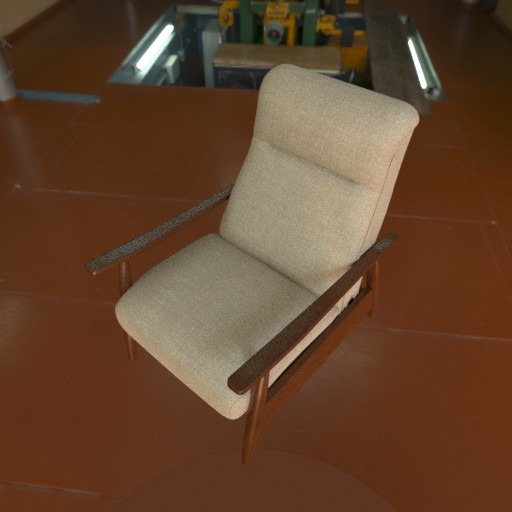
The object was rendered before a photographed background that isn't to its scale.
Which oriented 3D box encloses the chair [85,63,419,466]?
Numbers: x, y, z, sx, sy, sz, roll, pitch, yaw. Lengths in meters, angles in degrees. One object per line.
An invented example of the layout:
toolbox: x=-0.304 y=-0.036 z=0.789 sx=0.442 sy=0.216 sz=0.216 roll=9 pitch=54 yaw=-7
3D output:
chair: x=0.000 y=0.000 z=1.738 sx=0.762 sy=1.082 sz=1.014 roll=31 pitch=53 yaw=28
